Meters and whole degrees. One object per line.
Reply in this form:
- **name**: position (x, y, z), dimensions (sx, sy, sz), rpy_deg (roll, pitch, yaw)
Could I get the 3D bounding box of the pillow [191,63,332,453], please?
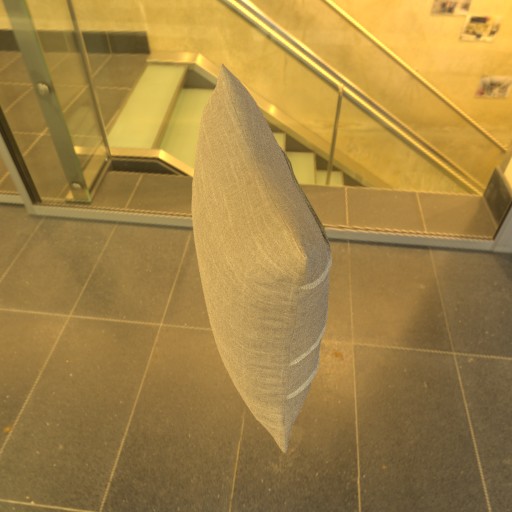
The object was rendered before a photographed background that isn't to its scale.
- **pillow**: position (0.000, 0.000, 0.646), dimensions (0.169, 0.400, 0.424), rpy_deg (-9, 46, -9)
